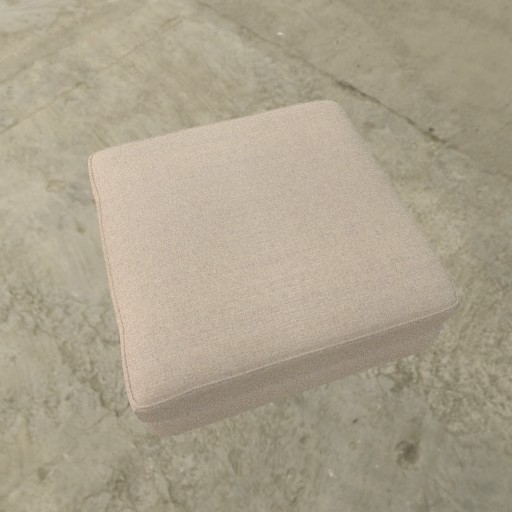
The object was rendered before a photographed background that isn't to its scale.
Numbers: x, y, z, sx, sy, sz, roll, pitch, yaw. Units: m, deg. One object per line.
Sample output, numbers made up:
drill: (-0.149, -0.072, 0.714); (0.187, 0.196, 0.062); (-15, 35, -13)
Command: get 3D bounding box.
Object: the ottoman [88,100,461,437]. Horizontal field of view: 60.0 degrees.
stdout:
ottoman: (0.000, 0.000, 1.369); (0.838, 0.481, 0.838); (-16, 59, -10)
